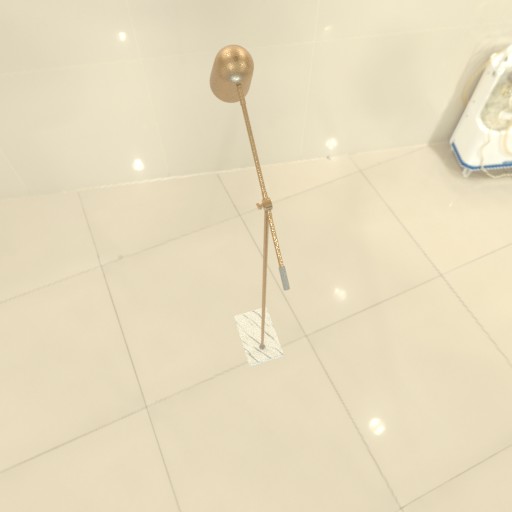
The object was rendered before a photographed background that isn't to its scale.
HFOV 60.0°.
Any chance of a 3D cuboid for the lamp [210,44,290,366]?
[{"bbox_3d":[0.000,0.000,1.809,0.194,1.594,0.653,-15,60,-9],"label":"lamp"}]
